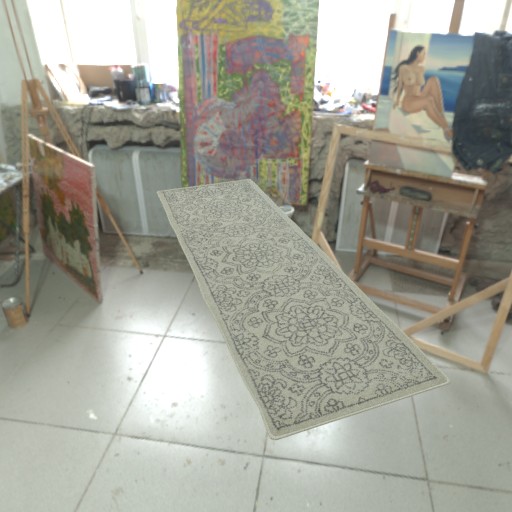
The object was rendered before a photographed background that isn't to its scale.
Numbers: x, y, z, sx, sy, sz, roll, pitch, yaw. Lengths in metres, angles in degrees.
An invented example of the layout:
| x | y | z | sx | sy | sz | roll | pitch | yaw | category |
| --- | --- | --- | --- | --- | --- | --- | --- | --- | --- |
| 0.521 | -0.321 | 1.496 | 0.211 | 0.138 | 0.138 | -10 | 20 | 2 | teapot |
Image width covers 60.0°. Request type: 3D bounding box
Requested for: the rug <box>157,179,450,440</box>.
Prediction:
| x | y | z | sx | sy | sz | roll | pitch | yaw | category |
| --- | --- | --- | --- | --- | --- | --- | --- | --- | --- |
| 0.000 | 0.000 | 2.652 | 0.806 | 0.006 | 2.431 | -11 | 32 | -17 | rug |
